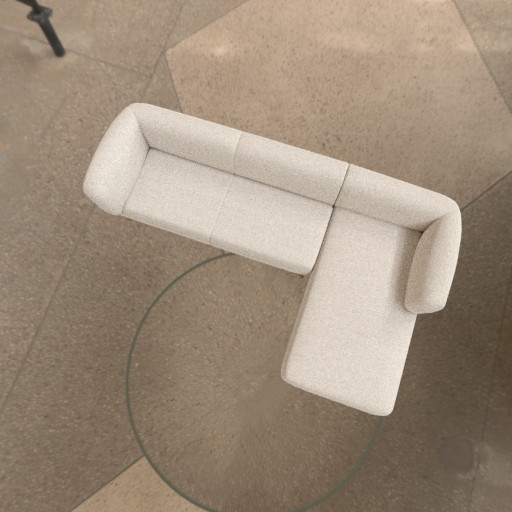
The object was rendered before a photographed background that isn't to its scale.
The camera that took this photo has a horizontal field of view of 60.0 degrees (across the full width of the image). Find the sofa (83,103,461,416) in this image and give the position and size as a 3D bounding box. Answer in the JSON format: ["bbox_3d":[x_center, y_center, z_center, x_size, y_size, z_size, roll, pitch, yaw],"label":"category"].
[{"bbox_3d":[0.000,0.000,3.337,2.660,0.730,1.610,18,76,5],"label":"sofa"}]
